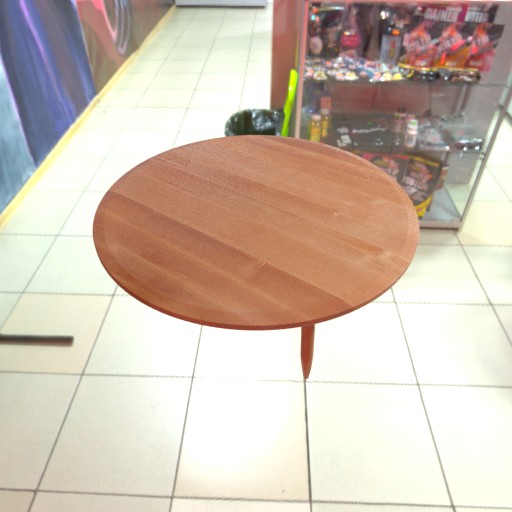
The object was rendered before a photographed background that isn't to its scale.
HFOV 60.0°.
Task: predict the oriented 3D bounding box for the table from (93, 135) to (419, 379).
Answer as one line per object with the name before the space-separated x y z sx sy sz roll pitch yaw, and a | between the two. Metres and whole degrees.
table | 0.000 0.000 1.392 0.900 0.400 0.900 0 41 0
